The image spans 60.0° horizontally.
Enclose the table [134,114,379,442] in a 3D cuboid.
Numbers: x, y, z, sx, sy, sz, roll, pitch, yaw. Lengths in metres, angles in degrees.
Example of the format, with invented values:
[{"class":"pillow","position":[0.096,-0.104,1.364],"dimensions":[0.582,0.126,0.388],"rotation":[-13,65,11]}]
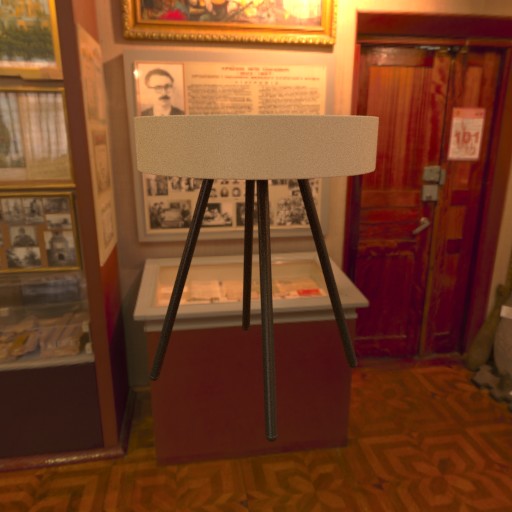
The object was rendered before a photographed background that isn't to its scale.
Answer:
[{"class":"table","position":[0.000,0.000,0.882],"dimensions":[0.450,0.525,0.450],"rotation":[0,16,0]}]
